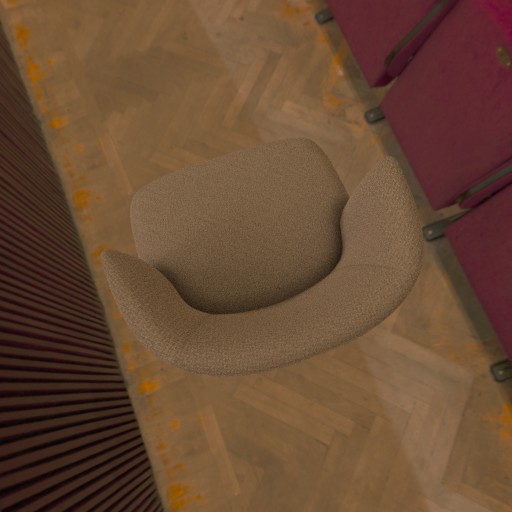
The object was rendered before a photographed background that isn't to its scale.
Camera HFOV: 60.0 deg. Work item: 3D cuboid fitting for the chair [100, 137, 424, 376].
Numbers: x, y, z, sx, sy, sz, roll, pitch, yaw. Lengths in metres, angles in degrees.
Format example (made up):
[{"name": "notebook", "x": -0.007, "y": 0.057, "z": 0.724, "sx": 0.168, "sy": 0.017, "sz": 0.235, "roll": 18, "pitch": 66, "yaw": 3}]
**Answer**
[{"name": "chair", "x": 0.000, "y": 0.000, "z": 1.294, "sx": 0.700, "sy": 0.760, "sz": 0.660, "roll": -19, "pitch": 75, "yaw": -5}]
